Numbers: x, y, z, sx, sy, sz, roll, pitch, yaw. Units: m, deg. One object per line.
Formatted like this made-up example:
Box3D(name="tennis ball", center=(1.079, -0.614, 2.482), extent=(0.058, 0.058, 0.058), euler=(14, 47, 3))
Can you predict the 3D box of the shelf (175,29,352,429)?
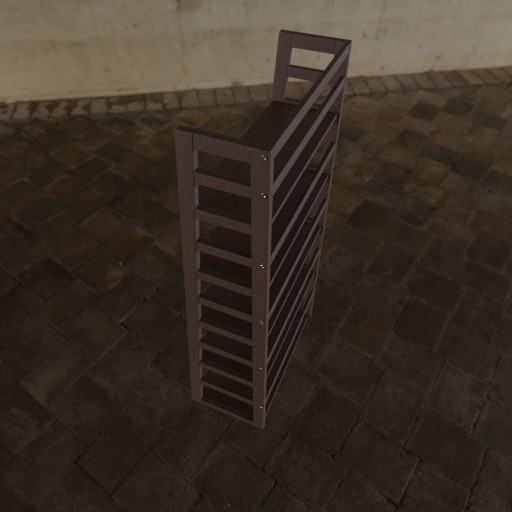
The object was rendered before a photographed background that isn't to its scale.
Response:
Box3D(name="shelf", center=(0.000, 0.000, 1.928), extent=(0.403, 1.600, 0.763), euler=(17, 48, 16))
